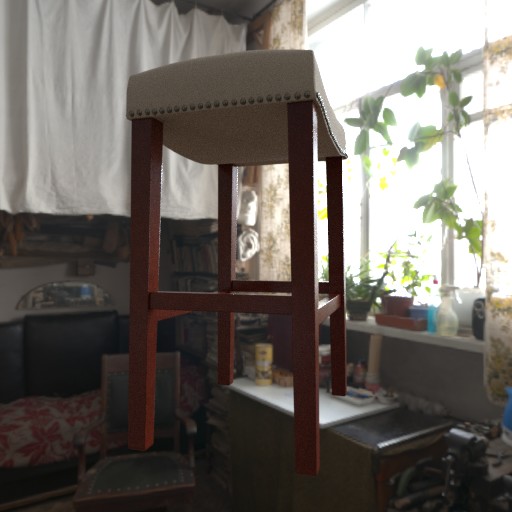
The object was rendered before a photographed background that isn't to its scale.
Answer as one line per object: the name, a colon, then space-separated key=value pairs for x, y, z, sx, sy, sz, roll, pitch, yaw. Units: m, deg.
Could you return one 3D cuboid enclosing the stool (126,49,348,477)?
stool: x=0.000 y=0.000 z=1.023 sx=0.372 sy=0.742 sz=0.504 roll=0 pitch=0 yaw=18
